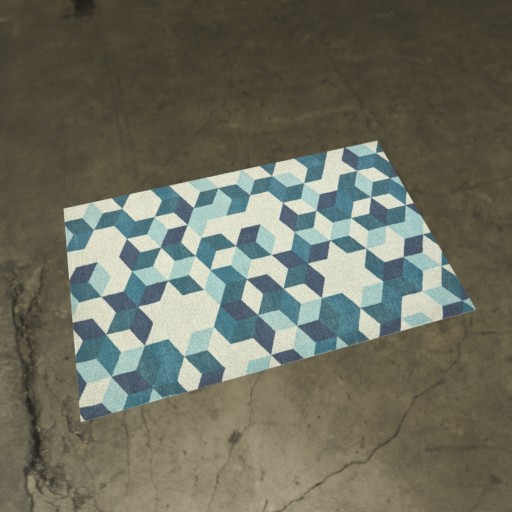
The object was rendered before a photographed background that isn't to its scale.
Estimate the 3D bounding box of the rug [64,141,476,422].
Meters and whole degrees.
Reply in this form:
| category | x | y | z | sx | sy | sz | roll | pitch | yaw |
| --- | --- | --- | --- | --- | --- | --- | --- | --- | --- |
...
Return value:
| category | x | y | z | sx | sy | sz | roll | pitch | yaw |
| --- | --- | --- | --- | --- | --- | --- | --- | --- | --- |
| rug | 0.000 | 0.000 | 2.983 | 2.438 | 0.015 | 1.518 | -14 | 60 | -8 |
